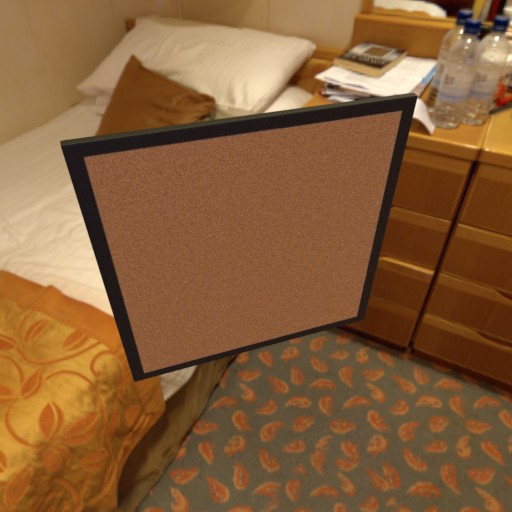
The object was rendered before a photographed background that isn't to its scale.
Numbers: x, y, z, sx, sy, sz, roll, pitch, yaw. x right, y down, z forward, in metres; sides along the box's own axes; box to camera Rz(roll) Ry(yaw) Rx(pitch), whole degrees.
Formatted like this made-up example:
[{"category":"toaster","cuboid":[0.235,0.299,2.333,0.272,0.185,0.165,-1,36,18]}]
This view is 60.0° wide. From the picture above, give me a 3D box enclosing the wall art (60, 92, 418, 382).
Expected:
[{"category":"wall art","cuboid":[0.000,0.000,1.004,0.663,0.659,0.016,-12,42,-14]}]
